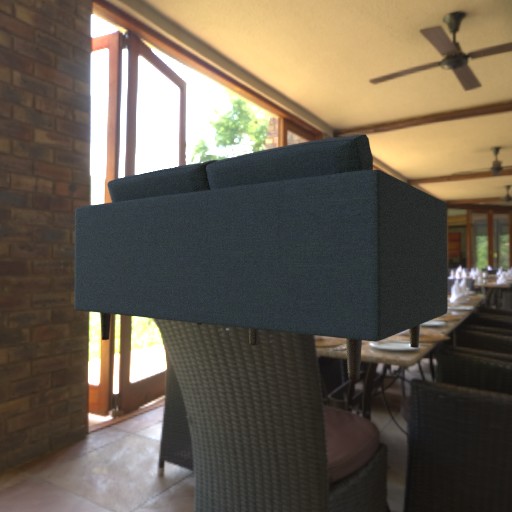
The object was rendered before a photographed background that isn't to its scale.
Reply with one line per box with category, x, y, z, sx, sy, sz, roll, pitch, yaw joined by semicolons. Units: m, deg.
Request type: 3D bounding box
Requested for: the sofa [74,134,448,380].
sofa;0.000;0.000;2.279;1.659;0.907;0.999;-1;-1;35
